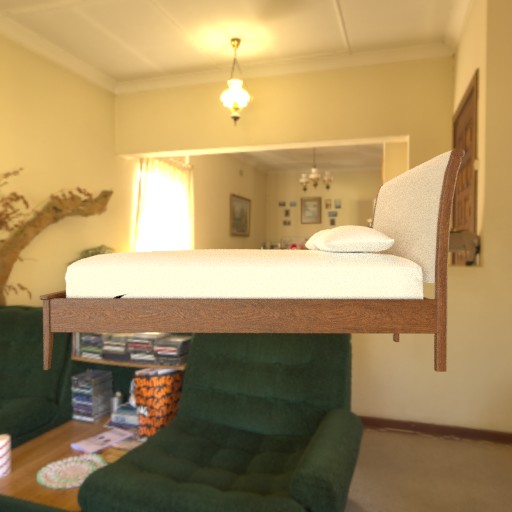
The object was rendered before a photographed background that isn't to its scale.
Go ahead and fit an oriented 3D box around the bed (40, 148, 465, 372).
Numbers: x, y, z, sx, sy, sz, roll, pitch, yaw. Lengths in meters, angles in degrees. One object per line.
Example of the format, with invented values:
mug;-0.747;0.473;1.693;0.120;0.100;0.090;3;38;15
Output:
bed;0.000;0.000;3.247;2.380;1.250;1.612;0;1;1
